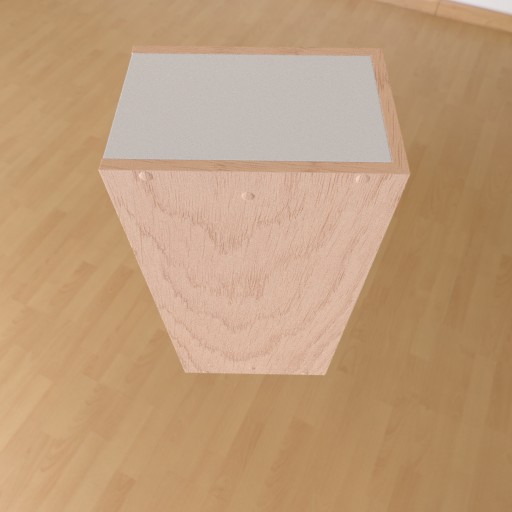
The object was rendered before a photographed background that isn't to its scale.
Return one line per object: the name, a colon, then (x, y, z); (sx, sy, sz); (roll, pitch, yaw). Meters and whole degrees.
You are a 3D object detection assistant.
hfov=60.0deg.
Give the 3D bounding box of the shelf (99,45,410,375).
shelf: (0.000, 0.000, 0.717); (0.290, 0.600, 0.200); (1, 58, 1)
